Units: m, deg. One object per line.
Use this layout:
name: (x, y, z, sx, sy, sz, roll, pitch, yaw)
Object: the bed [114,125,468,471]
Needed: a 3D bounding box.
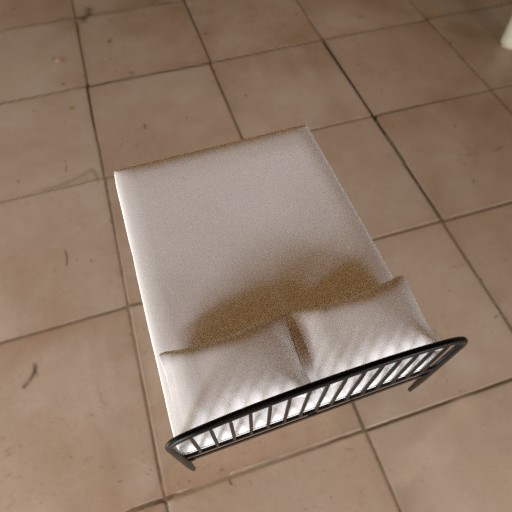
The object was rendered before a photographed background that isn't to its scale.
bed: (0.000, 0.000, 3.017, 1.618, 1.166, 2.159, -16, 60, -10)
